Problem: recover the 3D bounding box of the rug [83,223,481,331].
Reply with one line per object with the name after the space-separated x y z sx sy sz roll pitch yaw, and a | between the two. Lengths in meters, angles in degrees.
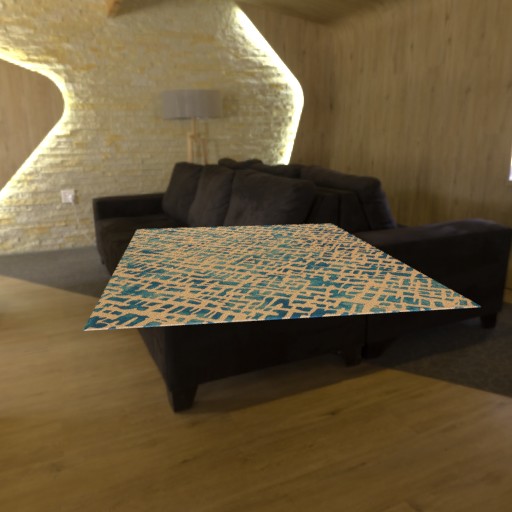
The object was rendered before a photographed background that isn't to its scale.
0.000 0.000 4.079 2.435 0.007 3.007 -2 14 -8 | rug
